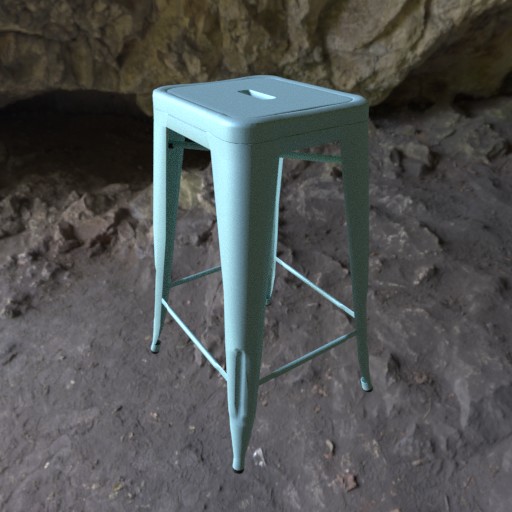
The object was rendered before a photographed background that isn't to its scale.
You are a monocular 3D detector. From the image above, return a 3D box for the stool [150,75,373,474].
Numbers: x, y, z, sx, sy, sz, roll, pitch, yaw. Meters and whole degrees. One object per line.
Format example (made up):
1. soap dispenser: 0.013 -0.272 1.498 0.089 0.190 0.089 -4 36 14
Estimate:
1. stool: 0.000 0.000 0.865 0.359 0.609 0.399 -20 36 -29
